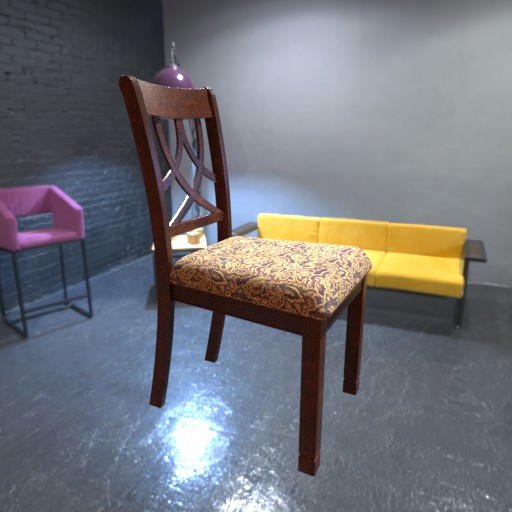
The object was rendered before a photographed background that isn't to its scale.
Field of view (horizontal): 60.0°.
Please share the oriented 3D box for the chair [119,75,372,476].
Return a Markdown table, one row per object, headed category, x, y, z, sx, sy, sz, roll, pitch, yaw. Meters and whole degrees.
| category | x | y | z | sx | sy | sz | roll | pitch | yaw |
| --- | --- | --- | --- | --- | --- | --- | --- | --- | --- |
| chair | 0.000 | 0.000 | 1.284 | 0.584 | 0.965 | 0.457 | 8 | 18 | 26 |
